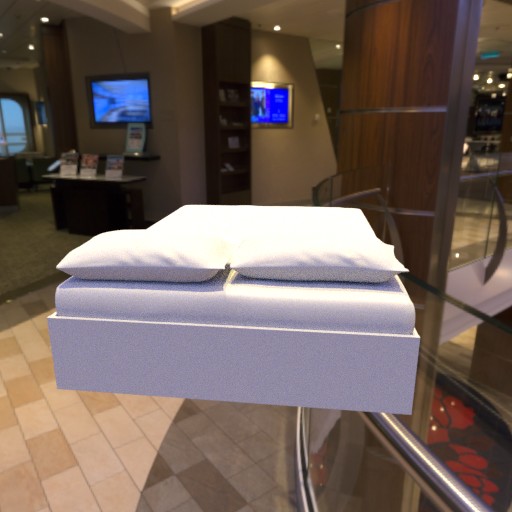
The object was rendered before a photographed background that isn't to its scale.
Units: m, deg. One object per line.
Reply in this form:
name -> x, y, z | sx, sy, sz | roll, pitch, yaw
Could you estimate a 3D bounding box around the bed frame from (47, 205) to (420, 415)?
bed frame -> 0.000, 0.000, 2.590 | 1.450, 0.629, 1.950 | 2, 16, 7
